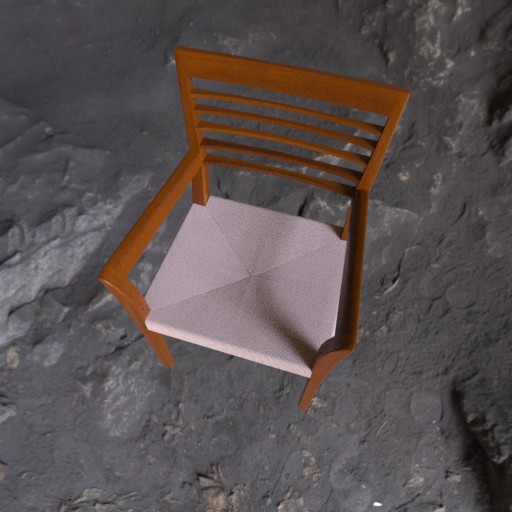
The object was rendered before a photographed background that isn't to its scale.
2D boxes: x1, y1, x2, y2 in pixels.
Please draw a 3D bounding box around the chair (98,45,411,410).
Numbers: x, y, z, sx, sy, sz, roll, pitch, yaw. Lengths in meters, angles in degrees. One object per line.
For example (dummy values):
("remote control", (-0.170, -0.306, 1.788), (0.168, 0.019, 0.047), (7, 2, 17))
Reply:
("chair", (0.000, 0.000, 1.242), (0.587, 0.855, 0.540), (15, 59, 9))
